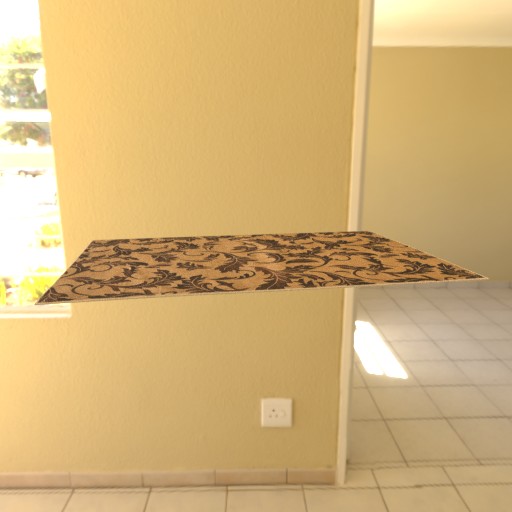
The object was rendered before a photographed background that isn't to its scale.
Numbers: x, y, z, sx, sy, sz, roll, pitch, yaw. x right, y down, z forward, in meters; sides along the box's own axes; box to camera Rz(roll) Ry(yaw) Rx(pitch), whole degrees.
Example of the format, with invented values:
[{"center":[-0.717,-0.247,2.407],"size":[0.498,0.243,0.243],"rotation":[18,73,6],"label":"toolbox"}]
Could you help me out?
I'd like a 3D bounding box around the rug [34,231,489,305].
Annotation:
[{"center":[0.000,0.000,2.893],"size":[2.284,0.008,1.522],"rotation":[-2,13,-10],"label":"rug"}]
